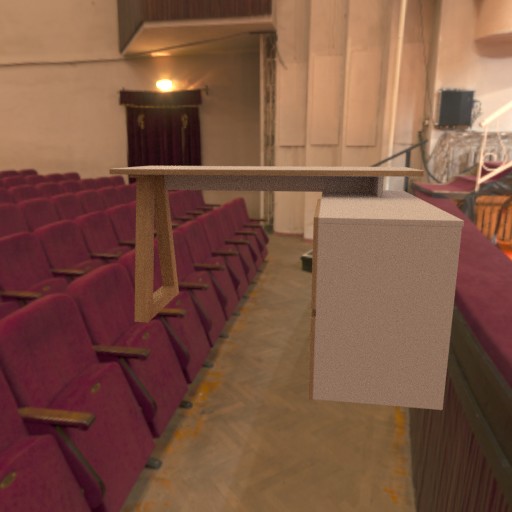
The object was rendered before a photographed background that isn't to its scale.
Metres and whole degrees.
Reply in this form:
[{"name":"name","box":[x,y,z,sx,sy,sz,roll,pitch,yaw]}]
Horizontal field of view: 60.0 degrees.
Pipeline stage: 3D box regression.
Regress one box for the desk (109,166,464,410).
[{"name":"desk","box":[0.000,0.000,1.985,1.404,0.755,1.098,2,13,9]}]
